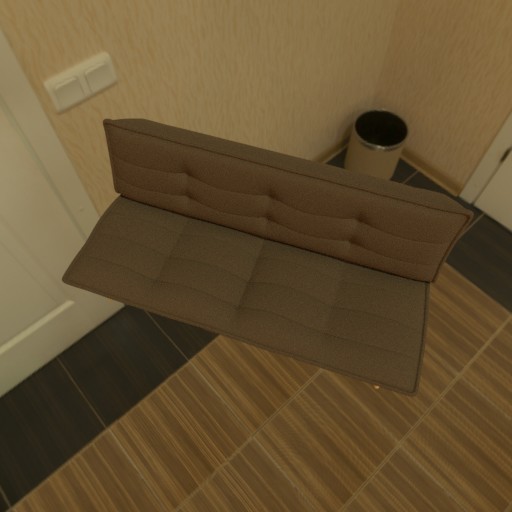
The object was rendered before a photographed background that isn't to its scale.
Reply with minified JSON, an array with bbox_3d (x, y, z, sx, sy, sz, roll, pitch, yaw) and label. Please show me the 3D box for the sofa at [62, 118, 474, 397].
[{"bbox_3d":[0.000,0.000,2.445,1.940,0.890,0.950,16,61,9],"label":"sofa"}]
